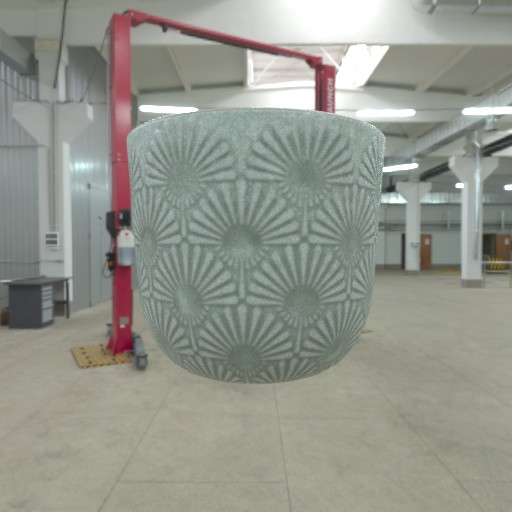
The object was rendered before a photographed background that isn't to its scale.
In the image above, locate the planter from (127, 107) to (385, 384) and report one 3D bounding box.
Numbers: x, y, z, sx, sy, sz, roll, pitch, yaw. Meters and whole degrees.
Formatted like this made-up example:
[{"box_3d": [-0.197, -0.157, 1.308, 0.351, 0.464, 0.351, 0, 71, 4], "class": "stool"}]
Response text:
[{"box_3d": [0.000, 0.000, 0.304, 0.170, 0.152, 0.170, 0, 2, 0], "class": "planter"}]
